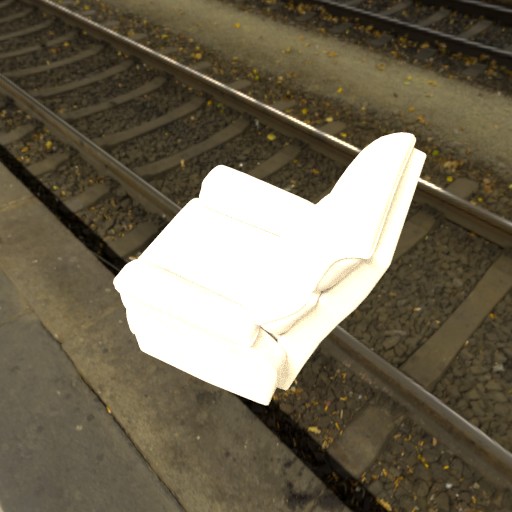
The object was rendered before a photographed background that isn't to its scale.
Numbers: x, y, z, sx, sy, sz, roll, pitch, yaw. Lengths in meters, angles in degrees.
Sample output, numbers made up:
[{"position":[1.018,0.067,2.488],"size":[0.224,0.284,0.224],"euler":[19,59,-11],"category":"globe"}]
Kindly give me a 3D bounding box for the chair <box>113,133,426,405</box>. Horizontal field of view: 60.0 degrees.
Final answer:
[{"position":[0.000,0.000,1.761],"size":[1.001,1.039,0.820],"euler":[18,48,17],"category":"chair"}]
